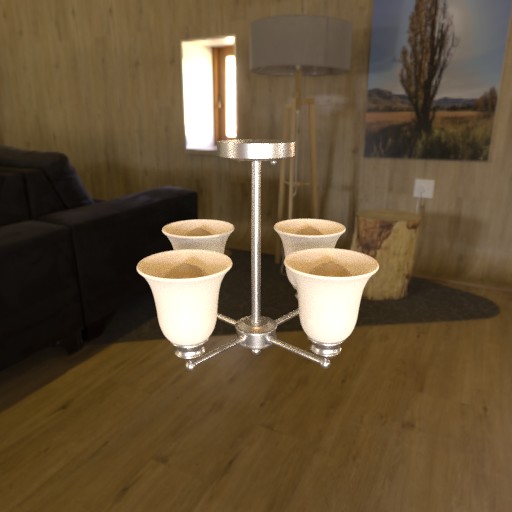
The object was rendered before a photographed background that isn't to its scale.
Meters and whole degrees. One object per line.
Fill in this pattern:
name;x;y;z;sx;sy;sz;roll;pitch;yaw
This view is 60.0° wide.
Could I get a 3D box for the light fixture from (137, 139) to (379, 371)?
light fixture;0.000;0.000;0.738;0.427;0.370;0.427;16;24;41
